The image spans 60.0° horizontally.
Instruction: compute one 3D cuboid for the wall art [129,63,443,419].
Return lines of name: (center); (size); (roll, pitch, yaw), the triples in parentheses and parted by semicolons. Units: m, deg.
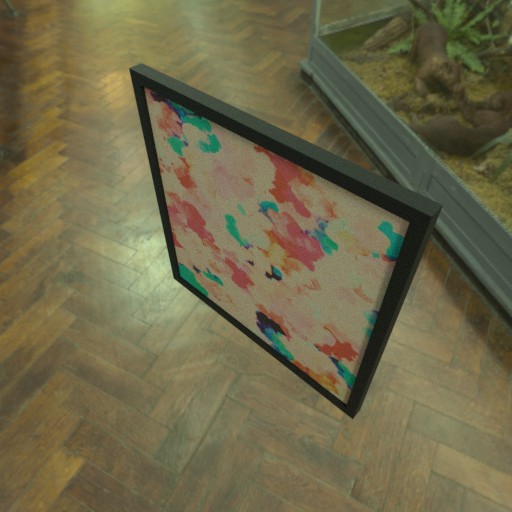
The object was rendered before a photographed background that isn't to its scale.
wall art: (0.000, 0.000, 0.458); (0.306, 0.304, 0.015); (34, 56, 27)
